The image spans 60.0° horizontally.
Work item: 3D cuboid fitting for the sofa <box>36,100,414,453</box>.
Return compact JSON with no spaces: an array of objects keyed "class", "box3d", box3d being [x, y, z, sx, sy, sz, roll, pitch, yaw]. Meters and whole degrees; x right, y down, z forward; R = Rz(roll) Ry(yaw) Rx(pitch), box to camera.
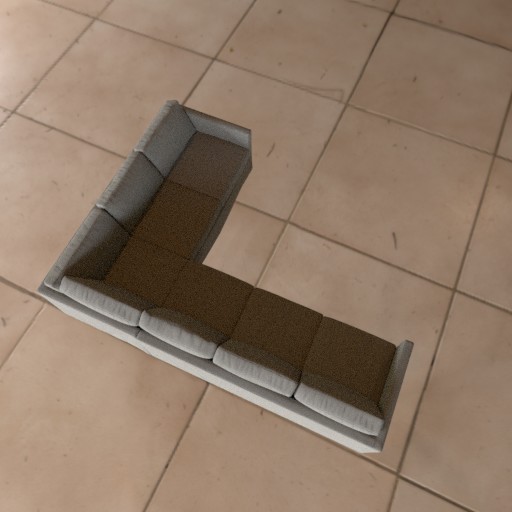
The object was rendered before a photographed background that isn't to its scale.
[{"class":"sofa","box3d":[0.000,0.000,4.298,3.182,0.871,2.432,22,67,10]}]
